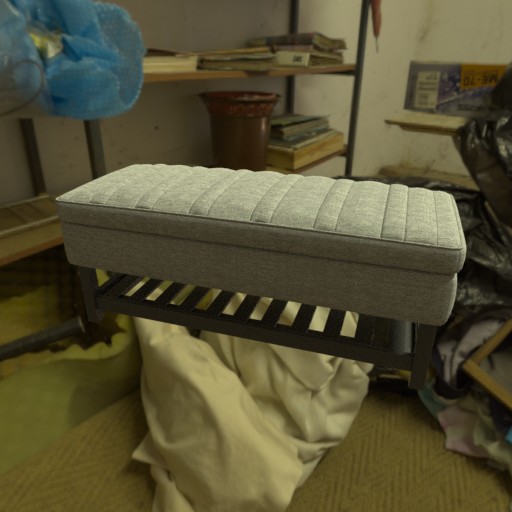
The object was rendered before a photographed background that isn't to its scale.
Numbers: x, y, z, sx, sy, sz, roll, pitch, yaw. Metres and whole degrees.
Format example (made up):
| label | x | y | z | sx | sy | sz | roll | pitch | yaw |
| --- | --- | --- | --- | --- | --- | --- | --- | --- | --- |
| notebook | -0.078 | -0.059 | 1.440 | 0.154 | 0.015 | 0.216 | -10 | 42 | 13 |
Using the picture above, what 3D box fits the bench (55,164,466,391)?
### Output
| label | x | y | z | sx | sy | sz | roll | pitch | yaw |
| --- | --- | --- | --- | --- | --- | --- | --- | --- | --- |
| bench | 0.000 | 0.000 | 1.358 | 1.100 | 0.470 | 0.429 | 8 | 27 | 16 |
